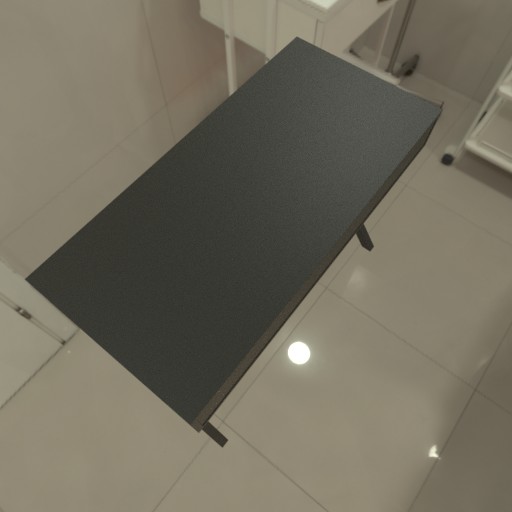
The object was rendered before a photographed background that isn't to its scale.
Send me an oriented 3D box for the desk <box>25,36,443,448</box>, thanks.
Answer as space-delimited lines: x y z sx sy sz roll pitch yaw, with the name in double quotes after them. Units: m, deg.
0.000 0.000 1.470 0.504 0.780 1.057 35 68 16 "desk"
